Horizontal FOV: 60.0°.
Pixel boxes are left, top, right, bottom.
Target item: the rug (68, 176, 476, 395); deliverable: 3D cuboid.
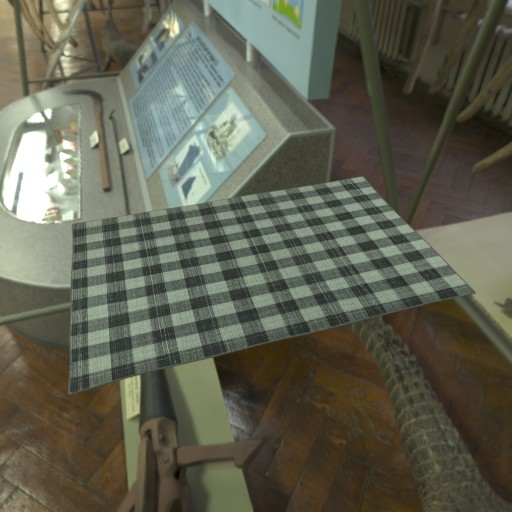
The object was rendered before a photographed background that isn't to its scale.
[{"bbox_3d":[0.000,0.000,3.103,2.476,0.011,1.554,-11,41,-13],"label":"rug"}]
